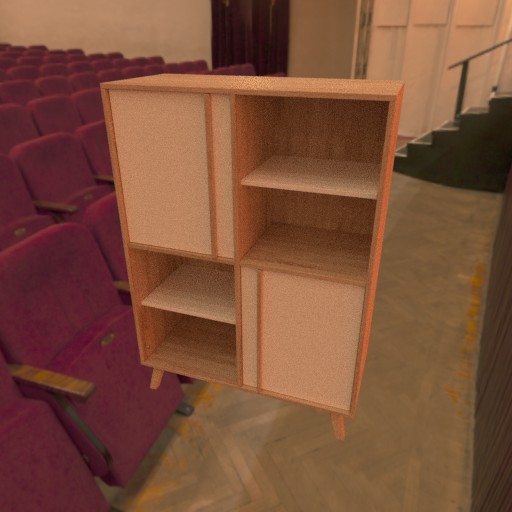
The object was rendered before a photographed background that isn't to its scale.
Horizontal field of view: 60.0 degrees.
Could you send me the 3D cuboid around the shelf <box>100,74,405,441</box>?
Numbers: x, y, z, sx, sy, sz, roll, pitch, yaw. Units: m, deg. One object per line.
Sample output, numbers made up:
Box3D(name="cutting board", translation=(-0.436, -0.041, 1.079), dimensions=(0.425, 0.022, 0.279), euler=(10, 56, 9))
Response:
Box3D(name="shelf", translation=(0.000, 0.000, 1.895), dimensions=(1.000, 1.390, 0.450), euler=(9, 28, 17))
